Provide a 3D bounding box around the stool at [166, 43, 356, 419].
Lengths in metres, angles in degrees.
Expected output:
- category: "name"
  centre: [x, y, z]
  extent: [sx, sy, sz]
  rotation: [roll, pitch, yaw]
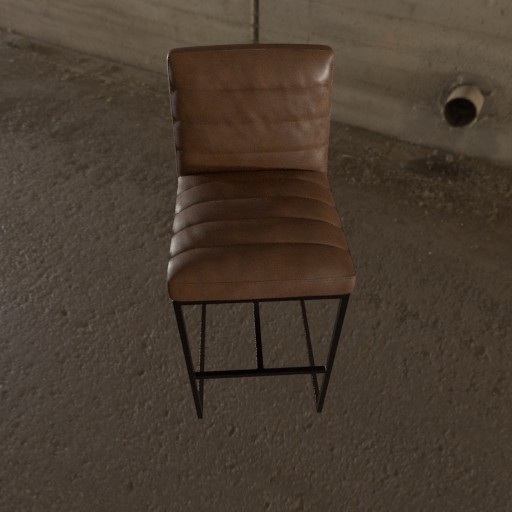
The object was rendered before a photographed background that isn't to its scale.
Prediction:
- category: "stool"
  centre: [0.000, 0.000, 1.366]
  extent: [0.463, 1.065, 0.562]
  rotation: [-2, 46, -2]
